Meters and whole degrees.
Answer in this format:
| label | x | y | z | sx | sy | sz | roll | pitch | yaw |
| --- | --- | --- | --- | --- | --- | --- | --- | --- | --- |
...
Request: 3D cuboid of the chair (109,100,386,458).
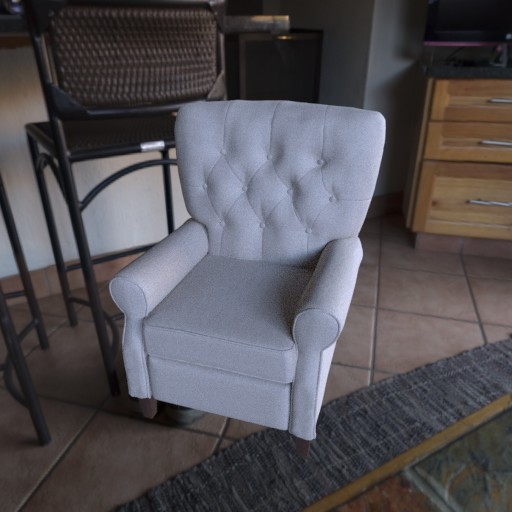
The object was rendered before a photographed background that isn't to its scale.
| label | x | y | z | sx | sy | sz | roll | pitch | yaw |
| --- | --- | --- | --- | --- | --- | --- | --- | --- | --- |
| chair | 0.000 | 0.000 | 1.928 | 0.942 | 1.209 | 1.025 | 8 | 27 | 16 |
